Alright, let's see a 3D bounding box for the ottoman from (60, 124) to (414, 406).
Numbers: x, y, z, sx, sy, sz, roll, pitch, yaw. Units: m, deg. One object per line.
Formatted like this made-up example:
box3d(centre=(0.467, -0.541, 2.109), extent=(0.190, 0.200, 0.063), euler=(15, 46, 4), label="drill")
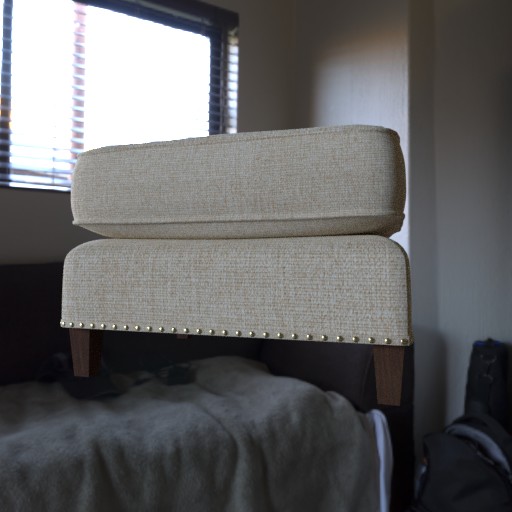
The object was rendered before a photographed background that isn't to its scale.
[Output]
box3d(centre=(0.000, 0.000, 1.131), extent=(0.738, 0.537, 0.589), euler=(0, 0, 17), label="ottoman")
